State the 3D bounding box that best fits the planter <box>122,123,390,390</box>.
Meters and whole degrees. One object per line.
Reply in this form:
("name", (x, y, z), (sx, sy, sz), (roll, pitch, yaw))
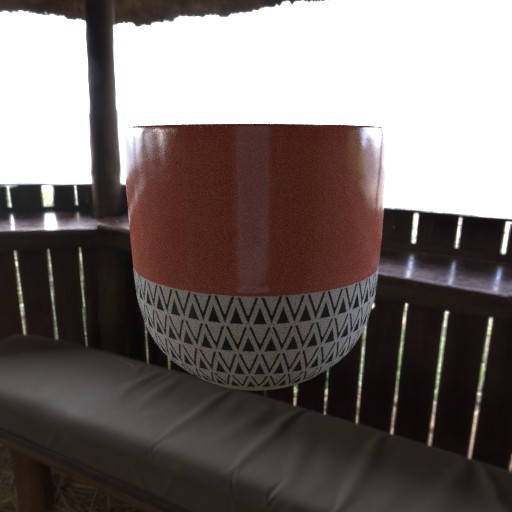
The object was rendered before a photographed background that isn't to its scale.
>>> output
("planter", (0.000, 0.000, 0.489), (0.266, 0.270, 0.266), (0, 14, 0))
